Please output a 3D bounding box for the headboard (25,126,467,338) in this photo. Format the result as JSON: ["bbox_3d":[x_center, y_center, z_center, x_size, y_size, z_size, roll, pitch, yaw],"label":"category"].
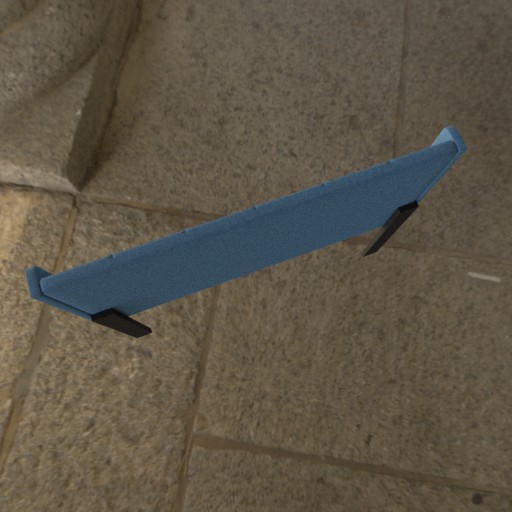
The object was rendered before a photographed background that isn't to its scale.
[{"bbox_3d":[0.000,0.000,2.697,2.051,1.524,0.184,-19,75,-5],"label":"headboard"}]
